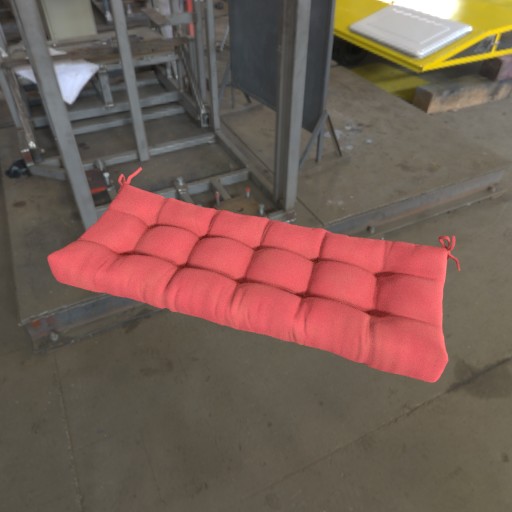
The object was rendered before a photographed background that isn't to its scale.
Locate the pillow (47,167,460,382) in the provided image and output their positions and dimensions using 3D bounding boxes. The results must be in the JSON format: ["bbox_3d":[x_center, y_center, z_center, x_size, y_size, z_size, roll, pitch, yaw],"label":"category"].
[{"bbox_3d":[0.000,0.000,1.349,1.194,0.174,0.511,13,44,14],"label":"pillow"}]
